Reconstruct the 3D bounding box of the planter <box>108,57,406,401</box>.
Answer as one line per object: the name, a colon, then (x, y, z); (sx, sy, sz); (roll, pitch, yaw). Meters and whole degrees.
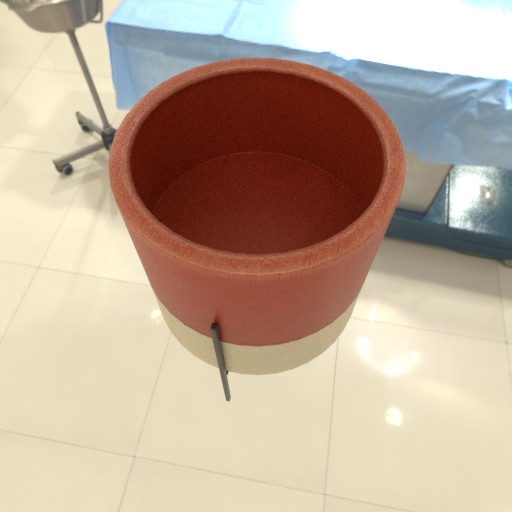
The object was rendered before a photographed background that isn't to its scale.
planter: (0.000, 0.000, 0.707); (0.345, 0.465, 0.354); (15, 59, 9)
